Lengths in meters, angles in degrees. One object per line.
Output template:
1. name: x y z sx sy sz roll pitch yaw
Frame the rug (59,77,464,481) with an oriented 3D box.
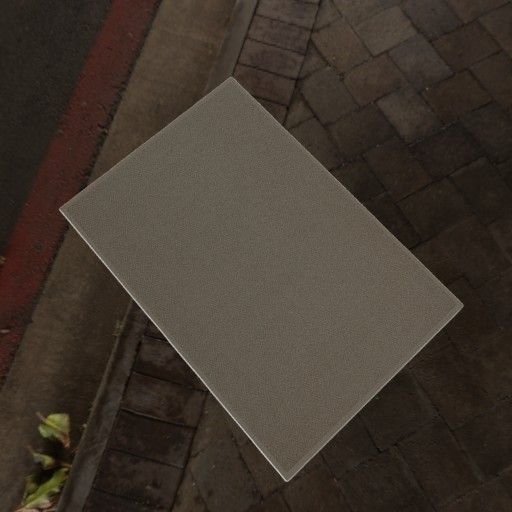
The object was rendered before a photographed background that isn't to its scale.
1. rug: 0.000 0.000 2.881 1.532 0.017 2.244 -41 79 -10
